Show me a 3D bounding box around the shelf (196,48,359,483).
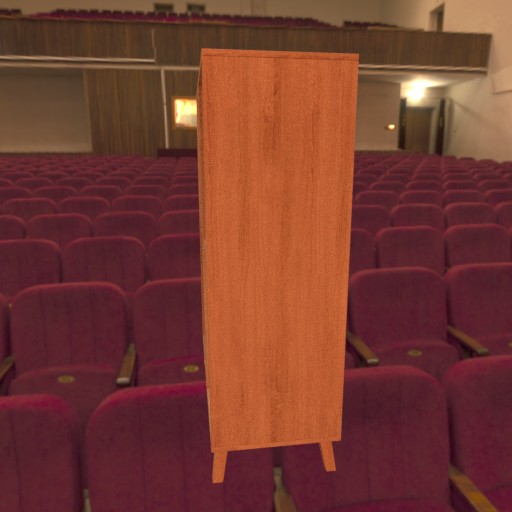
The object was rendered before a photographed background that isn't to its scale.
[{"bbox_3d":[0.000,0.000,1.870,0.450,1.390,1.000,-2,13,-8],"label":"shelf"}]
